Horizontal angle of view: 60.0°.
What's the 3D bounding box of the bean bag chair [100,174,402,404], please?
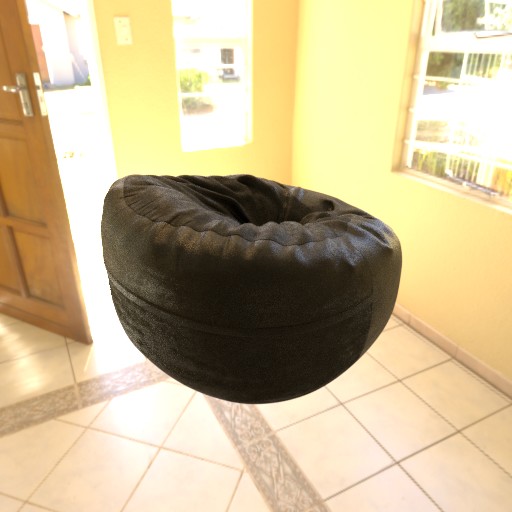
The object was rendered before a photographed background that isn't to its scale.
[{"bbox_3d":[0.000,0.000,2.389,1.524,0.878,1.524,-19,32,-33],"label":"bean bag chair"}]
